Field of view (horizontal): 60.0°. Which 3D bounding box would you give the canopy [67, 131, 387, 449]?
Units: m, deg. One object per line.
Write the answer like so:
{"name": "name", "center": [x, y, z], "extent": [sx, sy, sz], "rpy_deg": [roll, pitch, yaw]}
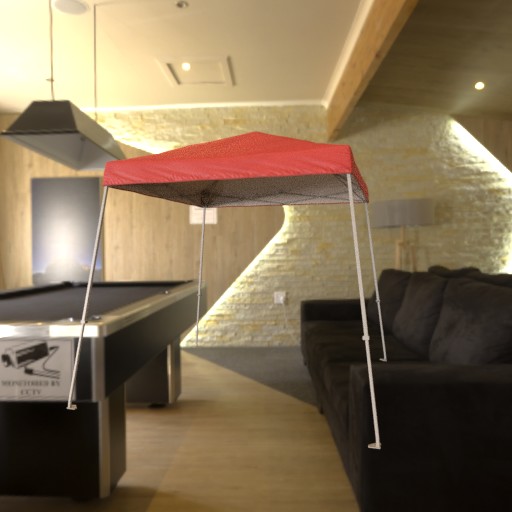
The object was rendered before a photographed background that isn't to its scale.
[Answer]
{"name": "canopy", "center": [0.000, 0.000, 6.432], "extent": [3.599, 3.600, 3.600], "rpy_deg": [0, 1, 17]}
